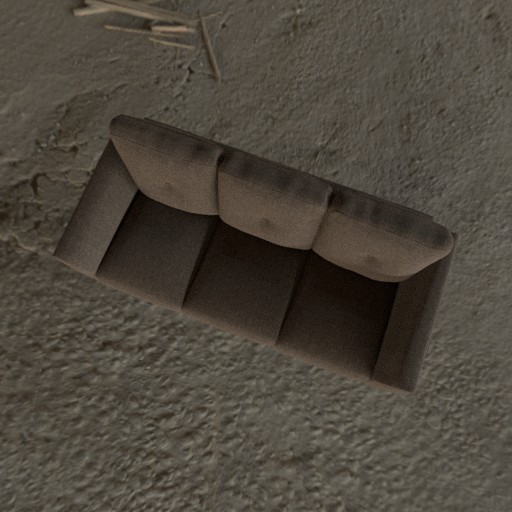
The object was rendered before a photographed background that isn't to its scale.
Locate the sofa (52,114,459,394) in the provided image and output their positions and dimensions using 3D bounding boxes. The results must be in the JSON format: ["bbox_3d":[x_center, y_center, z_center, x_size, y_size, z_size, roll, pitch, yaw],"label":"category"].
[{"bbox_3d":[0.000,0.000,2.350,1.847,0.891,0.837,20,77,5],"label":"sofa"}]
